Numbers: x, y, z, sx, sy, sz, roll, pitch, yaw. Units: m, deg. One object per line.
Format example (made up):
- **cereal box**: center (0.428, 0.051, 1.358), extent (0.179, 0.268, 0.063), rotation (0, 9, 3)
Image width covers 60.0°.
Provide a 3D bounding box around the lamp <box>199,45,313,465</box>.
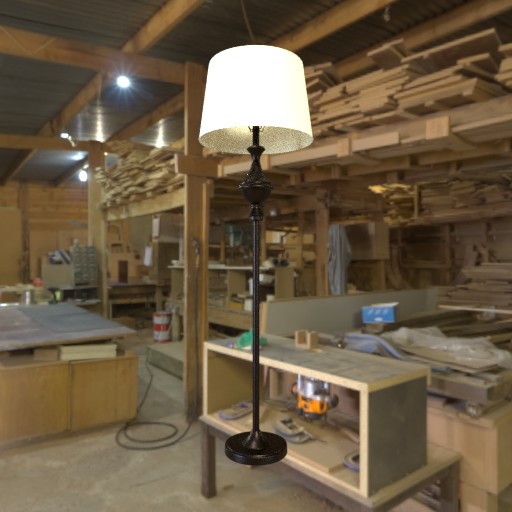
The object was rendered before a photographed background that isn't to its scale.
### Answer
- **lamp**: center (0.000, 0.000, 1.684), extent (0.431, 1.484, 0.431), rotation (0, 0, 0)
